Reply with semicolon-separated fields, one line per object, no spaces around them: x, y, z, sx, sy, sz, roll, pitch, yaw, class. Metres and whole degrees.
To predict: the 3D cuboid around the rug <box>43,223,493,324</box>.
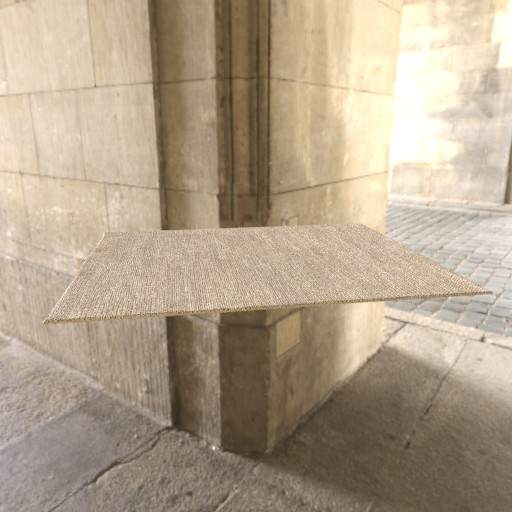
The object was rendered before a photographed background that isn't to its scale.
0.000;0.000;4.081;3.052;0.030;2.429;-3;16;-9;rug
